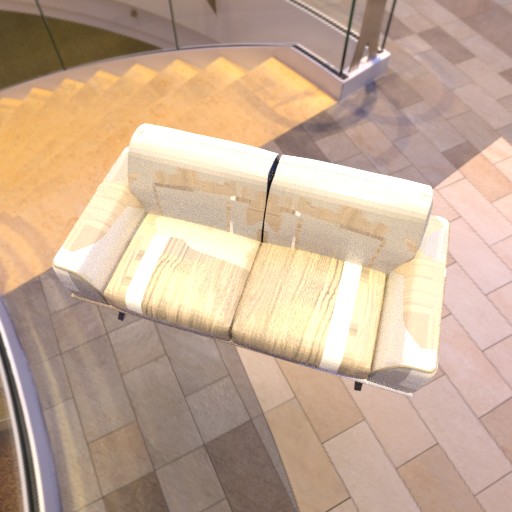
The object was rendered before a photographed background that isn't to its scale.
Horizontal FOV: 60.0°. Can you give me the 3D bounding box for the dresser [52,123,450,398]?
[{"bbox_3d":[0.000,0.000,5.821,4.679,1.863,2.251,15,59,9],"label":"dresser"}]
